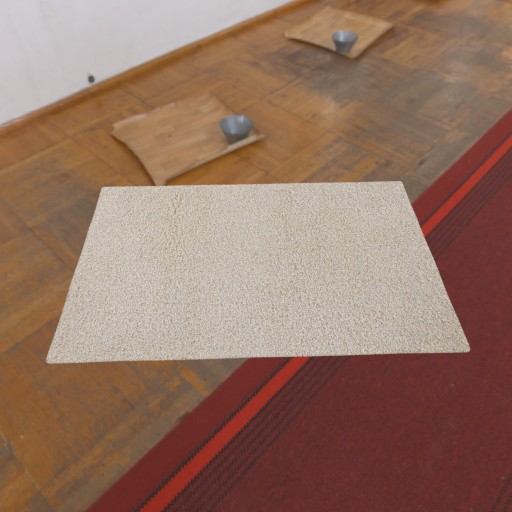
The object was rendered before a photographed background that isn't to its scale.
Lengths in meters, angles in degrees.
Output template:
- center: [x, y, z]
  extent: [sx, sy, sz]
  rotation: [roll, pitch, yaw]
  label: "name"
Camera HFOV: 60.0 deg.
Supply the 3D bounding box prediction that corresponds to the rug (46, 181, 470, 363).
- center: [0.000, 0.000, 3.457]
  extent: [2.743, 0.030, 1.778]
  rotation: [-1, 47, -1]
  label: "rug"
